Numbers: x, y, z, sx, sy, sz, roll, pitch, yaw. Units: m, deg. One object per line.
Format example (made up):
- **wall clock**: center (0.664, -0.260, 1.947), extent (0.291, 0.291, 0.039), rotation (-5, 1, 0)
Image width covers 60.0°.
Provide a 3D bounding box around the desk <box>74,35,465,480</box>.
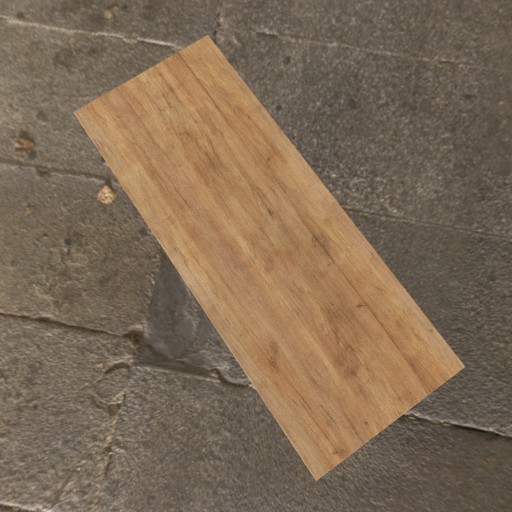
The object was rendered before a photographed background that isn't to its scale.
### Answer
- **desk**: center (0.000, 0.000, 1.906), extent (0.600, 0.760, 1.520), rotation (-34, 79, -8)
